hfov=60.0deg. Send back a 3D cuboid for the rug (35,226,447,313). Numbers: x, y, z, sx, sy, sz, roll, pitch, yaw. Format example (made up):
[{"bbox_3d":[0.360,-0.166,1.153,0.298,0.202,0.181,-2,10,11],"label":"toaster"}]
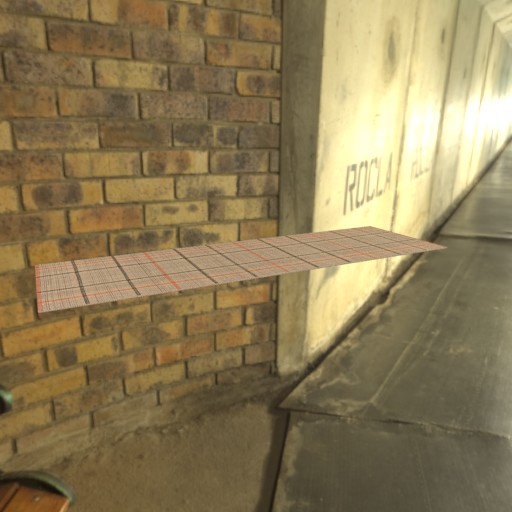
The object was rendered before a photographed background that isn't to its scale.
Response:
[{"bbox_3d":[0.000,0.000,2.724,2.439,0.008,0.762,-8,17,-25],"label":"rug"}]
